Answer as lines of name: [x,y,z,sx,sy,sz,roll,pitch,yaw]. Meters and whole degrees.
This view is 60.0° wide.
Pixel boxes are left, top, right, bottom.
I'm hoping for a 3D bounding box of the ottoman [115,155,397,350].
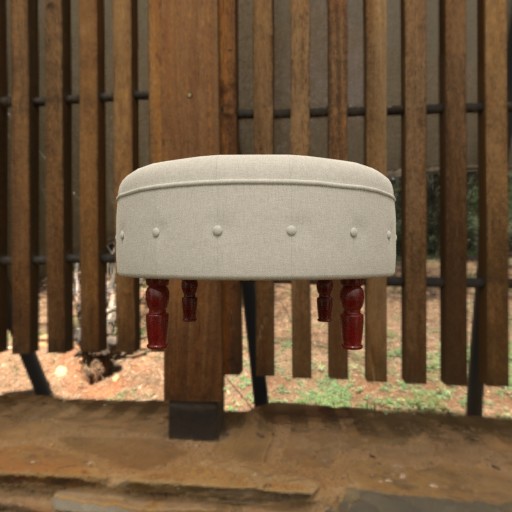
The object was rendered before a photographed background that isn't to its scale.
ottoman: [0.000,0.000,1.409,0.850,0.483,0.850,0,-1,0]
